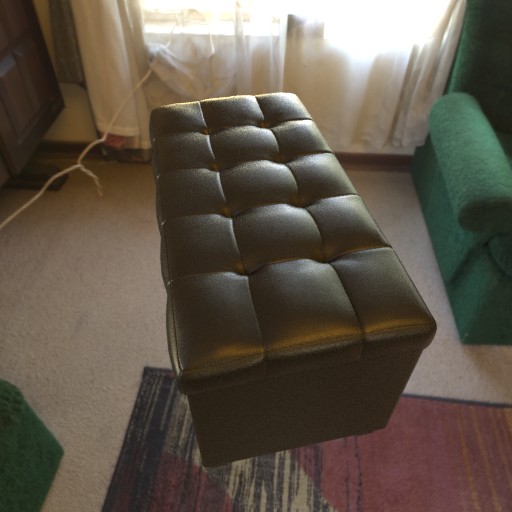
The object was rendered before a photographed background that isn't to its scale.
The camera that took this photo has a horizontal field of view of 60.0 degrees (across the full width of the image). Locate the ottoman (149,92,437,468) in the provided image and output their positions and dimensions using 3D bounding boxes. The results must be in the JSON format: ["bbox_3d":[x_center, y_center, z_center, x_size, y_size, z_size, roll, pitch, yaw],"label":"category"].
[{"bbox_3d":[0.000,0.000,1.095,0.432,0.470,0.838,-9,46,-8],"label":"ottoman"}]
